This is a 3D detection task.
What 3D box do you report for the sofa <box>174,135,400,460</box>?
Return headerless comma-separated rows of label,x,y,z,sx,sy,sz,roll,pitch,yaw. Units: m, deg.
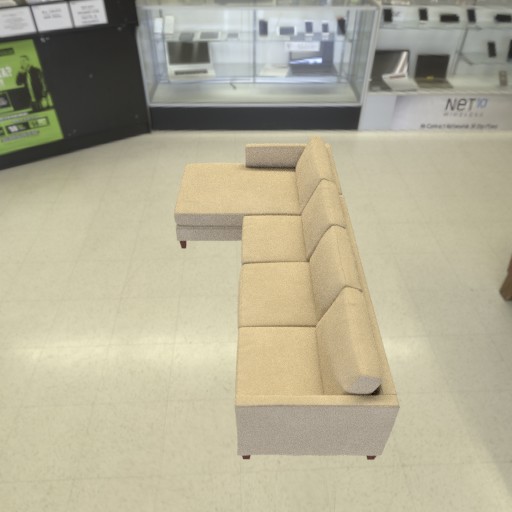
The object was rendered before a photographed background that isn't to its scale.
sofa,0.000,0.000,3.824,1.625,0.846,3.186,0,41,0
